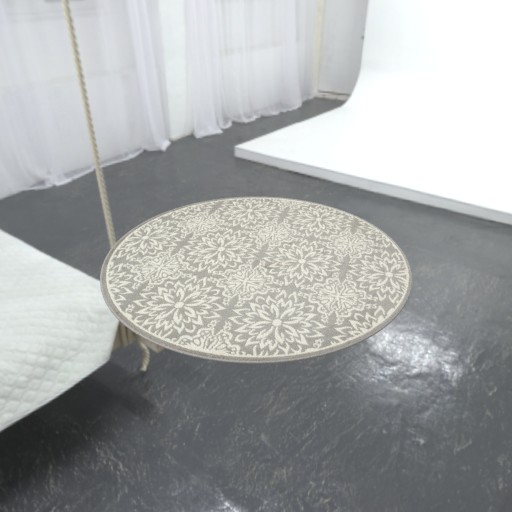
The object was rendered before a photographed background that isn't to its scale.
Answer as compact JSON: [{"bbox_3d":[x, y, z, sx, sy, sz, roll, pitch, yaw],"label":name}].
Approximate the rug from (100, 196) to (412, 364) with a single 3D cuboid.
[{"bbox_3d":[0.000,0.000,2.362,1.593,0.012,1.593,0,31,0],"label":"rug"}]
